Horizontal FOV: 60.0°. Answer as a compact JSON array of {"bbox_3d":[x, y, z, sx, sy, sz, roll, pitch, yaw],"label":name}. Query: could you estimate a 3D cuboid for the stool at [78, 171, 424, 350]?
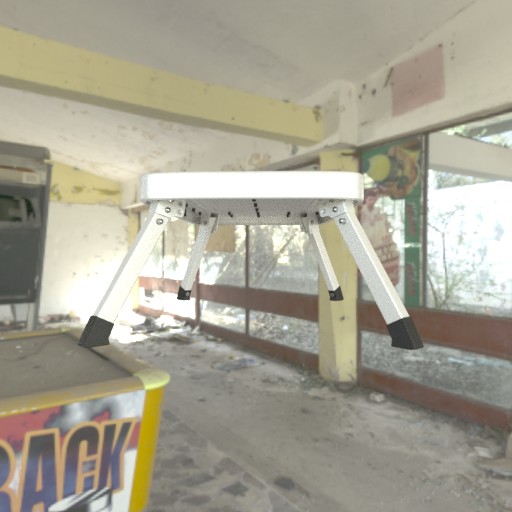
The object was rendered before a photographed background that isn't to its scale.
[{"bbox_3d":[0.000,0.000,0.628,0.320,0.170,0.460,0,0,2],"label":"stool"}]
